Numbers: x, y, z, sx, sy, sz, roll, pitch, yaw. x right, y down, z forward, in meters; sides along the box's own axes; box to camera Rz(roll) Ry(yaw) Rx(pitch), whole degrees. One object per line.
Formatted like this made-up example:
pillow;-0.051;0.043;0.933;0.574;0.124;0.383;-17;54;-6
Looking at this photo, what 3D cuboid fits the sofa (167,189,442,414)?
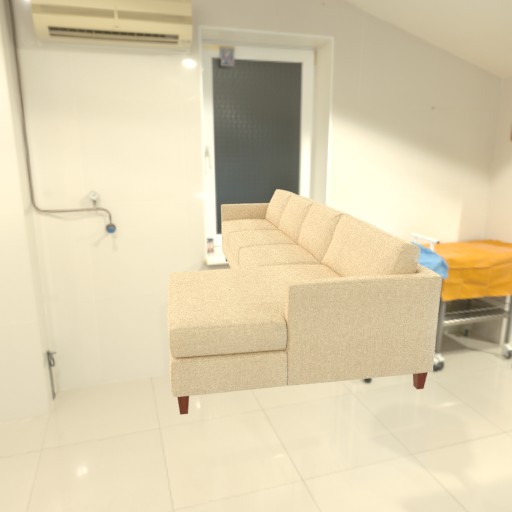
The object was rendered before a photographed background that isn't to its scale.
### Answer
sofa;0.000;0.000;4.132;1.603;0.954;3.471;-3;14;-10
